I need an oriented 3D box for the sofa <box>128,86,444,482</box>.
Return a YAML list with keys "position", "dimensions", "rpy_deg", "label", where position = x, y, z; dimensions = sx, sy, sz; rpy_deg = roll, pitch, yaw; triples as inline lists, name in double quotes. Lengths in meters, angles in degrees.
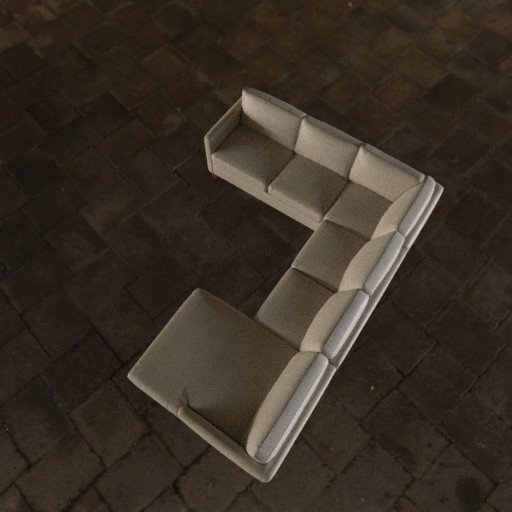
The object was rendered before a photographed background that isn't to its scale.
- position: [0.000, 0.000, 4.654]
  dimensions: [2.594, 0.961, 3.460]
  rpy_deg: [31, 68, 15]
  label: "sofa"
